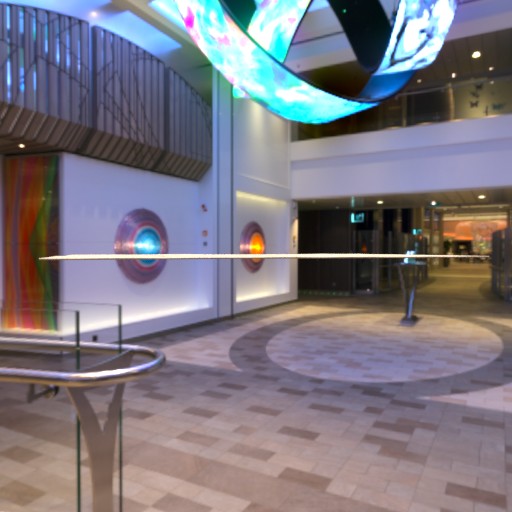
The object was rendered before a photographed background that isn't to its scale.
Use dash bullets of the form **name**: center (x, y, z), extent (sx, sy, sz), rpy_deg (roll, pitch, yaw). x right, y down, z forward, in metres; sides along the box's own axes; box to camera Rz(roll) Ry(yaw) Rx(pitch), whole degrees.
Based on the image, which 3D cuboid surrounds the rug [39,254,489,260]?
- **rug**: center (0.000, 0.000, 3.008), extent (2.442, 0.016, 1.527), rpy_deg (0, 1, -17)
